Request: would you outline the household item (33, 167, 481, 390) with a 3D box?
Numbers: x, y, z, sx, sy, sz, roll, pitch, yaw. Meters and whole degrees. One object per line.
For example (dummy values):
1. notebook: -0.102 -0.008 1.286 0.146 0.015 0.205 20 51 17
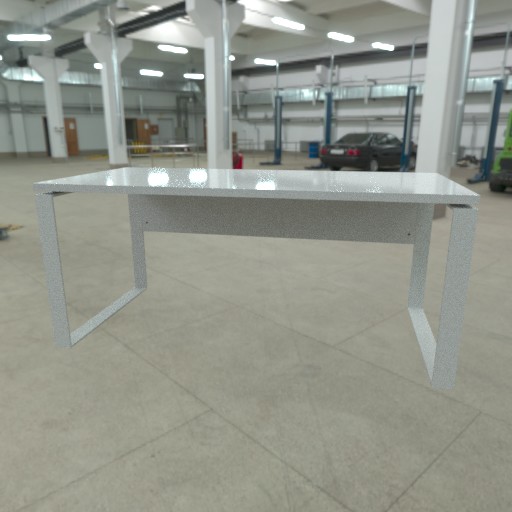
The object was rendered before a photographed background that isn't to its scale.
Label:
1. household item: 0.000 0.000 2.126 1.700 0.745 0.800 3 16 11
